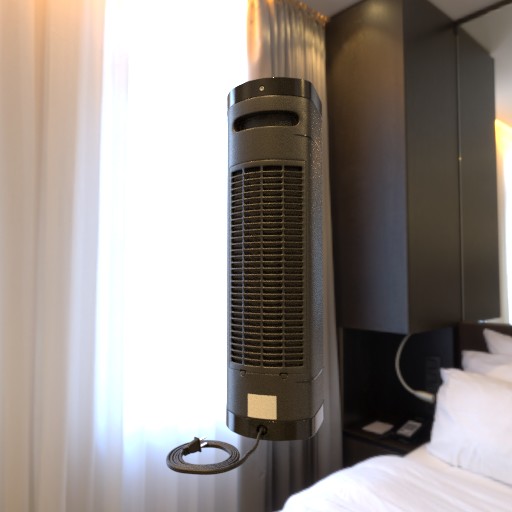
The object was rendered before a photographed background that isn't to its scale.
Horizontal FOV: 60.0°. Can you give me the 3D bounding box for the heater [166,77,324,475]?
[{"bbox_3d":[0.000,0.000,0.693,0.174,0.552,0.312,-1,-3,18],"label":"heater"}]
